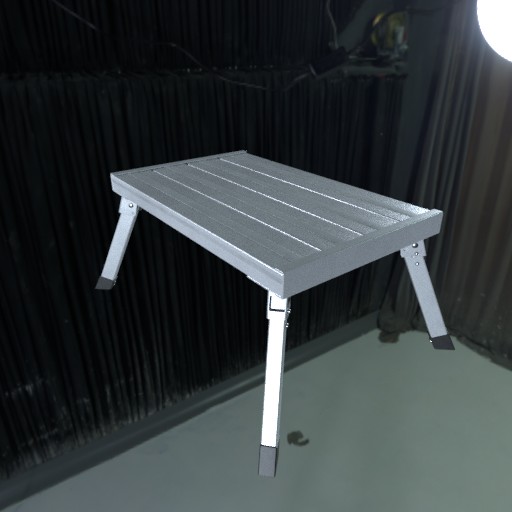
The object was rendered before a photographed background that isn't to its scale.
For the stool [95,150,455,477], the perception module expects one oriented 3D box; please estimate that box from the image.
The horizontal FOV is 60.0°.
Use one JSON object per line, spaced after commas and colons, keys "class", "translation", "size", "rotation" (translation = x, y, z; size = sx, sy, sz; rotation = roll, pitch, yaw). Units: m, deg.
{"class": "stool", "translation": [0.000, 0.000, 0.725], "size": [0.385, 0.225, 0.535], "rotation": [-19, 32, -33]}
